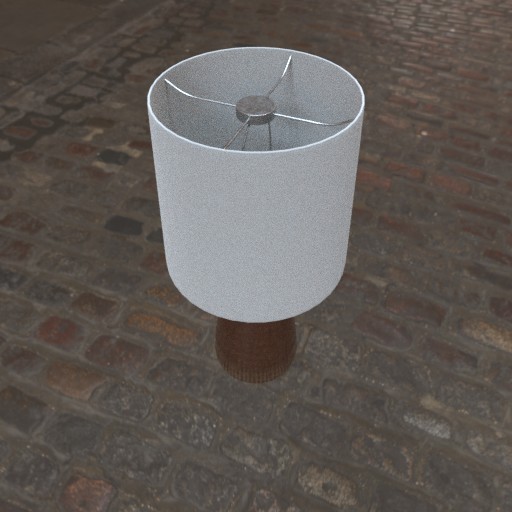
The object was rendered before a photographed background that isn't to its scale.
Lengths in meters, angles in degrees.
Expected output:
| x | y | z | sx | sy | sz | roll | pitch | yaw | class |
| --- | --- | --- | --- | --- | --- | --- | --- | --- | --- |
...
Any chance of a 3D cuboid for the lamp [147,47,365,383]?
| x | y | z | sx | sy | sz | roll | pitch | yaw | class |
| --- | --- | --- | --- | --- | --- | --- | --- | --- | --- |
| 0.000 | 0.000 | 0.473 | 0.186 | 0.369 | 0.186 | 0 | 47 | 0 | lamp |
